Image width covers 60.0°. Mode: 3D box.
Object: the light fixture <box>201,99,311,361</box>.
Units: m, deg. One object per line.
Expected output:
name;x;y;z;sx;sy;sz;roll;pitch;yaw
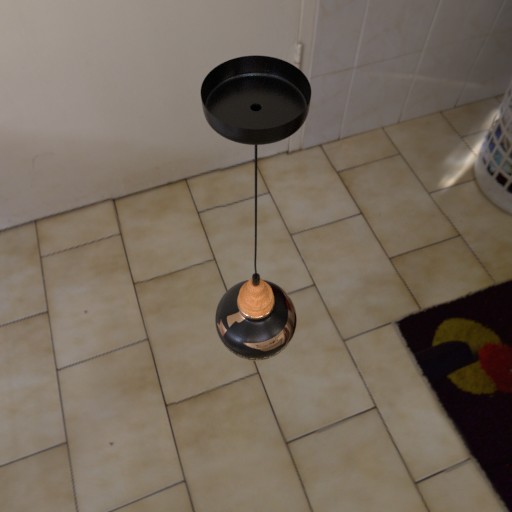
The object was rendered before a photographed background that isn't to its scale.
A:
light fixture;0.000;0.000;1.791;0.430;1.606;0.430;-16;60;-9
